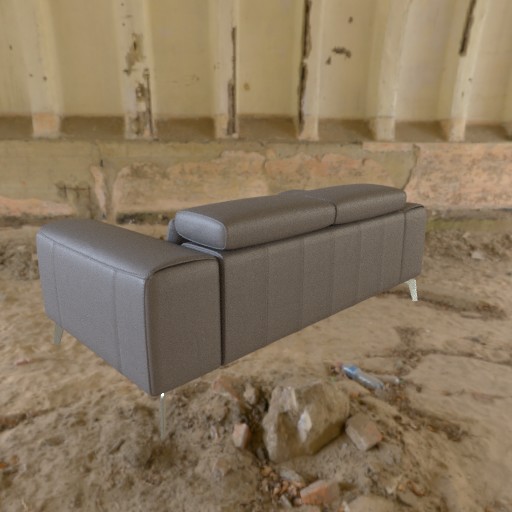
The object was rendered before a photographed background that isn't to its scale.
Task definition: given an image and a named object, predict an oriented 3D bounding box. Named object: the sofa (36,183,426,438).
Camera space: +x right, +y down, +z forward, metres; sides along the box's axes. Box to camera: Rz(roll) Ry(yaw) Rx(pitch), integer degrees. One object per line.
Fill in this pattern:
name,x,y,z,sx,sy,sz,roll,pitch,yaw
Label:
sofa,0.000,0.000,2.411,1.930,0.753,1.024,-15,21,-42
